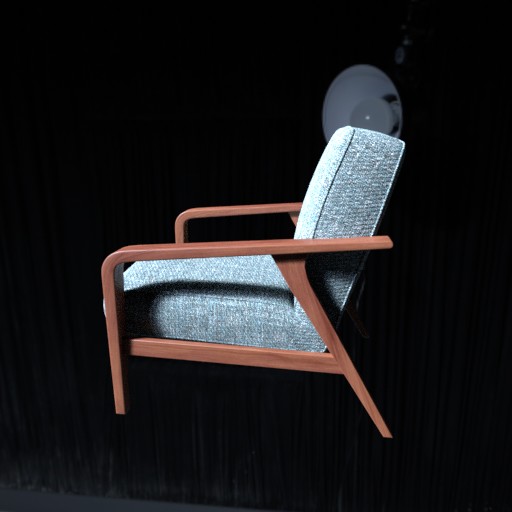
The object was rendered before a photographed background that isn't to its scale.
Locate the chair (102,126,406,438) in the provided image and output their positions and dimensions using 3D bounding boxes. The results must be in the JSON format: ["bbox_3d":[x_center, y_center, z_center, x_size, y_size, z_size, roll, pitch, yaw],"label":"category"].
[{"bbox_3d":[0.000,0.000,1.539,0.889,0.864,0.719,2,16,8],"label":"chair"}]
